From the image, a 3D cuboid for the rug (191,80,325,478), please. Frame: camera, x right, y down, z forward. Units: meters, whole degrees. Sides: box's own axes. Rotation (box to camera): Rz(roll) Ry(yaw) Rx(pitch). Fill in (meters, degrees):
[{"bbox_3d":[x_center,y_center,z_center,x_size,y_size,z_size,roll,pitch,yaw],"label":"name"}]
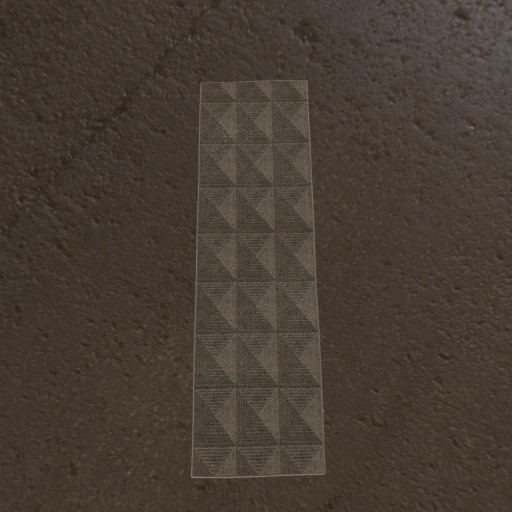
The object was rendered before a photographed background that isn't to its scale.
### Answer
[{"bbox_3d":[0.000,0.000,2.391,0.645,0.015,2.182,-1,75,0],"label":"rug"}]
